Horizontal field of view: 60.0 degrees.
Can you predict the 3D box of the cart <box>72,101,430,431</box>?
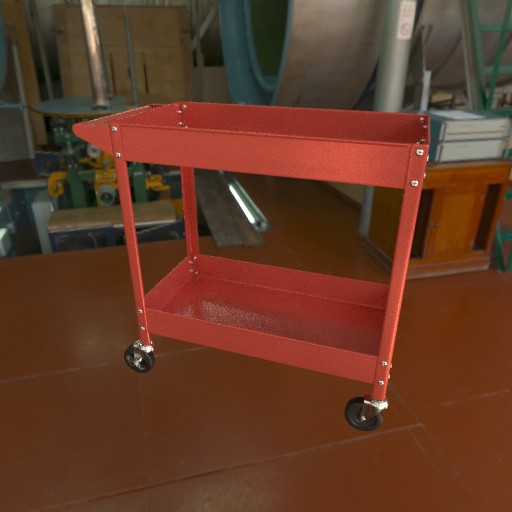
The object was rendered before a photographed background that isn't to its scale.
[{"bbox_3d":[0.000,0.000,1.187,0.779,0.719,0.366,9,28,17],"label":"cart"}]
